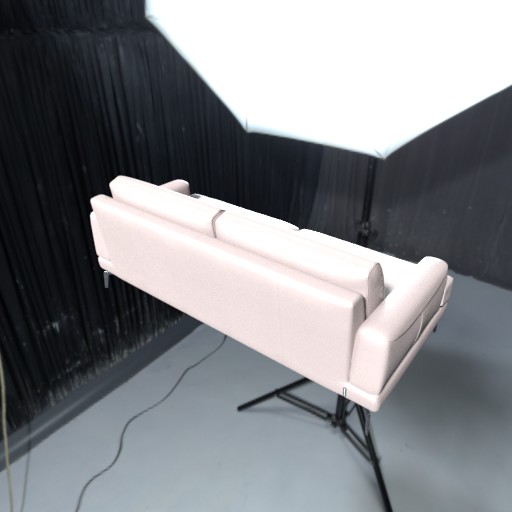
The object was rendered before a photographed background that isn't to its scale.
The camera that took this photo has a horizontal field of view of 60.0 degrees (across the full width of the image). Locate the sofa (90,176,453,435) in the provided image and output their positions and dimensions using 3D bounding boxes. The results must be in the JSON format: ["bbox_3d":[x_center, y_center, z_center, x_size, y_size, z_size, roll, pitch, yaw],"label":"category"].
[{"bbox_3d":[0.000,0.000,2.523,1.940,0.765,0.974,21,36,32],"label":"sofa"}]
